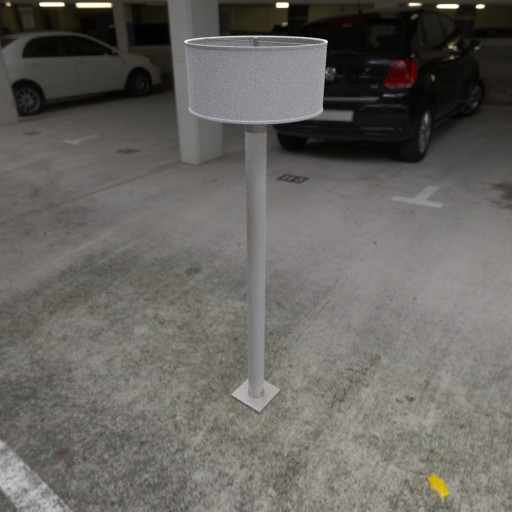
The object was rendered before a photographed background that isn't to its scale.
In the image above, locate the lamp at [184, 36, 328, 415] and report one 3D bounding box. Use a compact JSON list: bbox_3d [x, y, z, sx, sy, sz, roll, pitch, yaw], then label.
[{"bbox_3d":[0.000,0.000,1.665,0.420,1.475,0.420,21,36,32],"label":"lamp"}]
